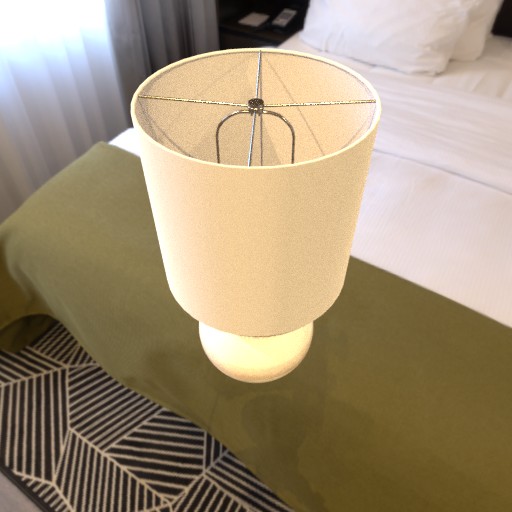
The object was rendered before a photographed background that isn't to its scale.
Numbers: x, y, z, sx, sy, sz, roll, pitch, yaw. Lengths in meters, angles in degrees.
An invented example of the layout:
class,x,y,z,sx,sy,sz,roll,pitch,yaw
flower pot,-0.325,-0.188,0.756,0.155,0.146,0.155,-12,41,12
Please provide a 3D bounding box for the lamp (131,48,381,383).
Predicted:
class,x,y,z,sx,sy,sz,roll,pitch,yaw
lamp,0.000,0.000,0.535,0.217,0.404,0.217,2,46,2
